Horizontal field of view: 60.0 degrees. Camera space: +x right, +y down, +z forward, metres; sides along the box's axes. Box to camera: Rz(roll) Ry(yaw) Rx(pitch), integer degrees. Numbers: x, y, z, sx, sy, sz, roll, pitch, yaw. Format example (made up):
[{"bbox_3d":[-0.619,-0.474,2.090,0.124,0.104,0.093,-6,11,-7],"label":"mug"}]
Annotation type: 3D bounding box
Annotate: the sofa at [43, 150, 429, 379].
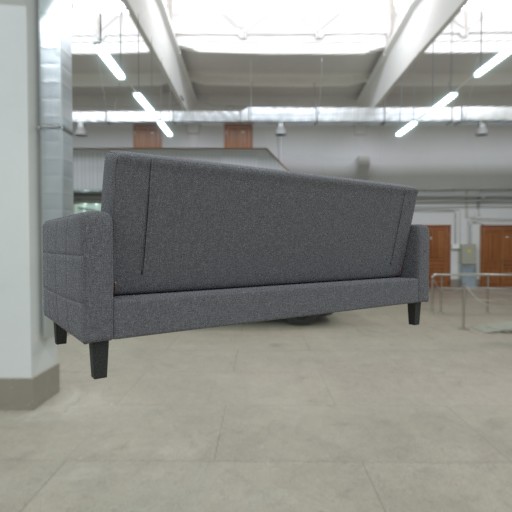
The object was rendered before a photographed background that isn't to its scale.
[{"bbox_3d":[0.000,0.000,2.437,2.040,0.850,0.810,-1,2,-35],"label":"sofa"}]
